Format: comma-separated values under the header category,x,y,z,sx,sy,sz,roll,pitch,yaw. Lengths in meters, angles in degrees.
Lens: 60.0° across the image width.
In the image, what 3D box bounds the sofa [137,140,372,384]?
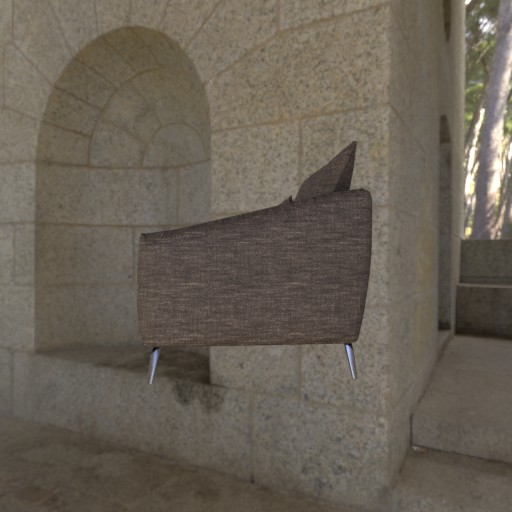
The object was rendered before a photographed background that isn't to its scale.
category,x,y,z,sx,sy,sz,roll,pitch,yaw
sofa,0.000,0.000,2.450,0.807,0.843,2.019,0,0,0
